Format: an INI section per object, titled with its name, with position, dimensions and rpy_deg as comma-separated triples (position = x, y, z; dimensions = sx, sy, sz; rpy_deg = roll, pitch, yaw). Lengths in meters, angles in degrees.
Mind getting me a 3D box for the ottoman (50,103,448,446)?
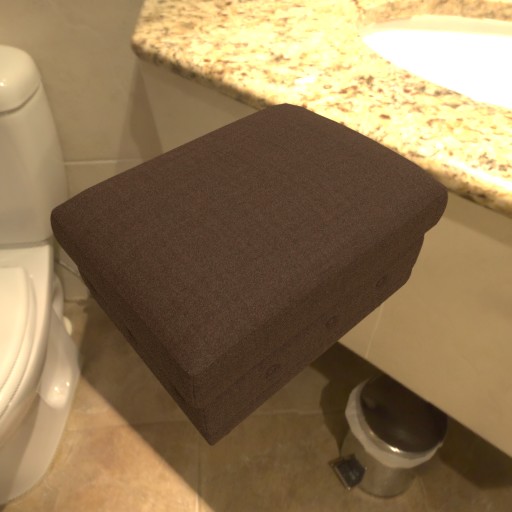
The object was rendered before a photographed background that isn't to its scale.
[ottoman]
position = 0.000, 0.000, 1.203
dimensions = 0.809, 0.555, 0.599
rpy_deg = -32, 55, -27
